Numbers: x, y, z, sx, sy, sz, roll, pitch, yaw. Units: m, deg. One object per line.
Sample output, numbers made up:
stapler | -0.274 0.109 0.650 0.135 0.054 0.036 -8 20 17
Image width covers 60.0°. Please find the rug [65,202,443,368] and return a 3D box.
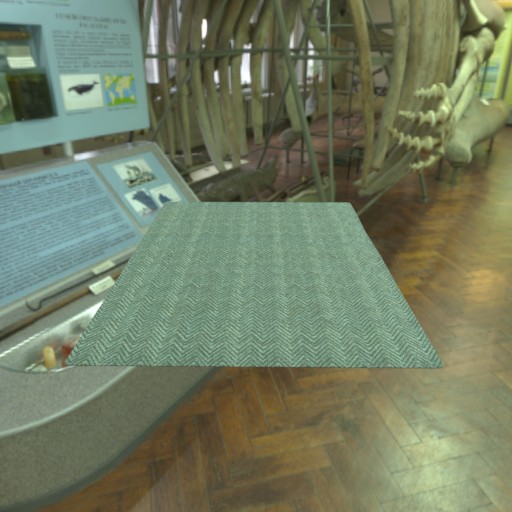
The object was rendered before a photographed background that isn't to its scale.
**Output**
rug | 0.000 0.000 5.151 2.894 0.011 3.957 0 25 1
